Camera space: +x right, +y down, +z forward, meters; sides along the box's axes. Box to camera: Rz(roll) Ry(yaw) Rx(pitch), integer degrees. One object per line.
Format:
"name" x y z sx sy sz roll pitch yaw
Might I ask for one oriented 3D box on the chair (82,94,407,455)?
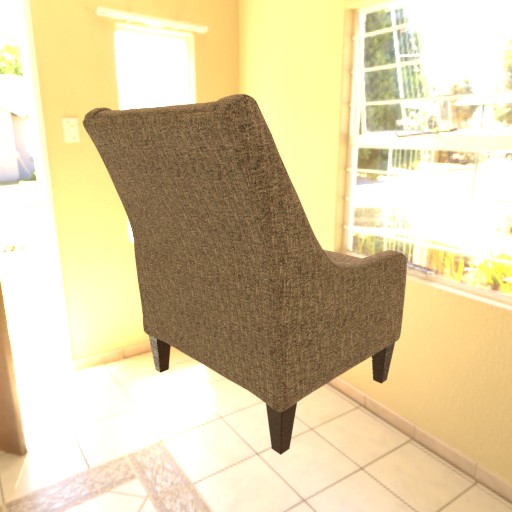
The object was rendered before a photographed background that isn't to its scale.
"chair" 0.000 0.000 1.598 0.870 1.014 0.774 -14 21 -42
